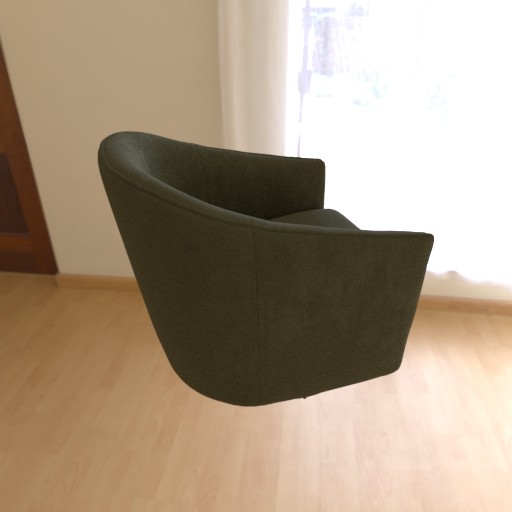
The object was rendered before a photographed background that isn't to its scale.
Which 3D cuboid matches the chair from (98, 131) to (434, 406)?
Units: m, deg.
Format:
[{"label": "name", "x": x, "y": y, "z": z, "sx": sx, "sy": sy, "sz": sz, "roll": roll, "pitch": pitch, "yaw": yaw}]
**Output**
[{"label": "chair", "x": 0.000, "y": 0.000, "z": 1.464, "sx": 0.875, "sy": 0.799, "sz": 0.747, "roll": -9, "pitch": 31, "yaw": -16}]
